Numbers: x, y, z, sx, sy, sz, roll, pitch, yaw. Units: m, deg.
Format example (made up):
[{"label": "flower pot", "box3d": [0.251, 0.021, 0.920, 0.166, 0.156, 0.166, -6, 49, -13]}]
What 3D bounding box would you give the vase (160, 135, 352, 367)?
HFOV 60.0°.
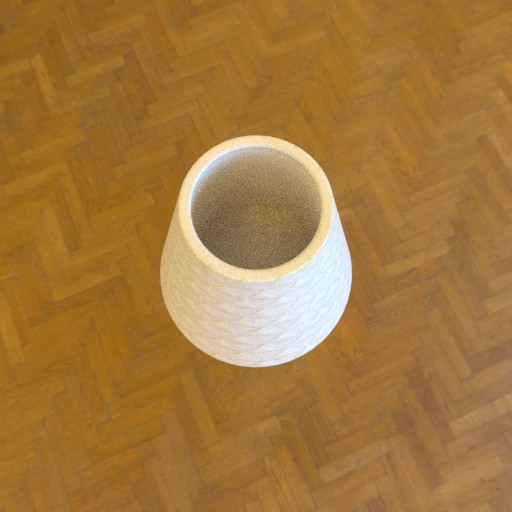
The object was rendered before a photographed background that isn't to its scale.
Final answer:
[{"label": "vase", "box3d": [0.000, 0.000, 0.359, 0.175, 0.230, 0.175, 0, 76, 0]}]
